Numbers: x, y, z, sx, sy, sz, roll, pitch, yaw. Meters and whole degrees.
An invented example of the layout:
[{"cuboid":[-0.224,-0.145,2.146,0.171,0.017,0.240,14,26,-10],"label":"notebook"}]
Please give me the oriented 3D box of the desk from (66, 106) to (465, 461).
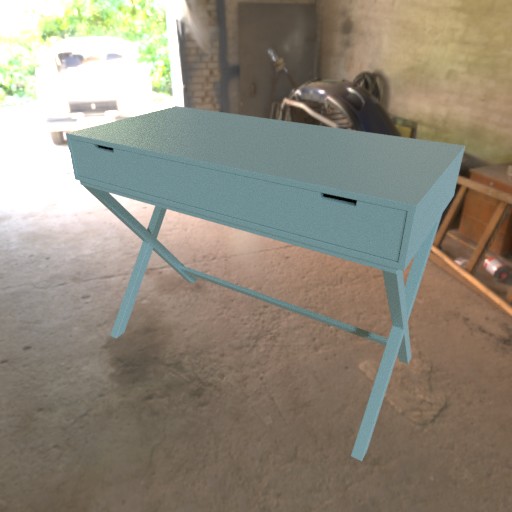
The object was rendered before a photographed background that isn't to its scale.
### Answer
[{"cuboid":[0.000,0.000,1.482,1.059,0.780,0.509,17,34,28],"label":"desk"}]
